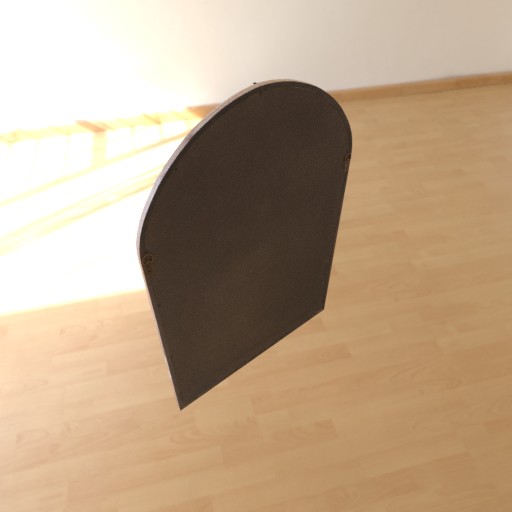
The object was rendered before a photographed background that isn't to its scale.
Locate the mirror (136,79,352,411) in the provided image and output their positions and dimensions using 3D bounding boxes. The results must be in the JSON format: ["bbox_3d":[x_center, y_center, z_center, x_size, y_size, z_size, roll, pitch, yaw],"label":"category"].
[{"bbox_3d":[0.000,0.000,1.152,0.609,0.915,0.032,-30,52,-26],"label":"mirror"}]
